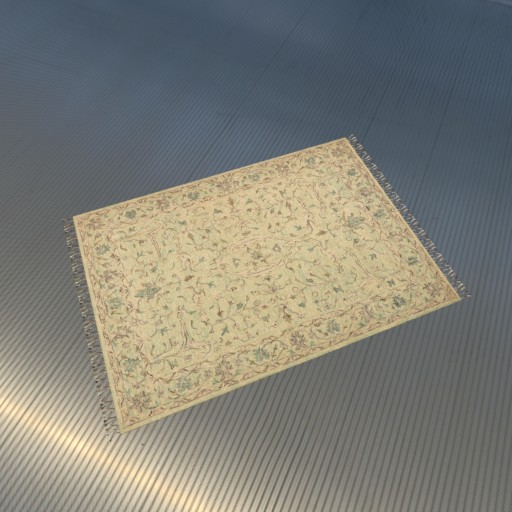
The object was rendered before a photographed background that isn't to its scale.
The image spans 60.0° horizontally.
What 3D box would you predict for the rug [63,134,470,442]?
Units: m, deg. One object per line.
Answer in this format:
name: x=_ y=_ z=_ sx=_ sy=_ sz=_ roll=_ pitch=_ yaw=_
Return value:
rug: x=0.000 y=0.000 z=2.307 sx=1.802 sy=0.008 sz=1.247 roll=-19 pitch=60 yaw=-11
